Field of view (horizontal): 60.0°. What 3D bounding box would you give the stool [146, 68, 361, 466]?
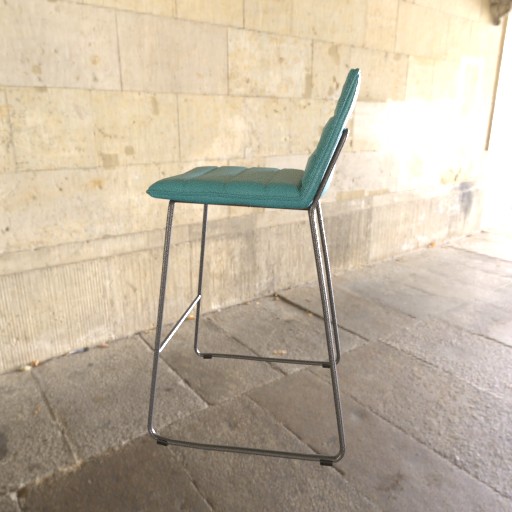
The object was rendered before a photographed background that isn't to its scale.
[{"bbox_3d":[0.000,0.000,1.239,0.524,0.936,0.489,3,17,8],"label":"stool"}]
